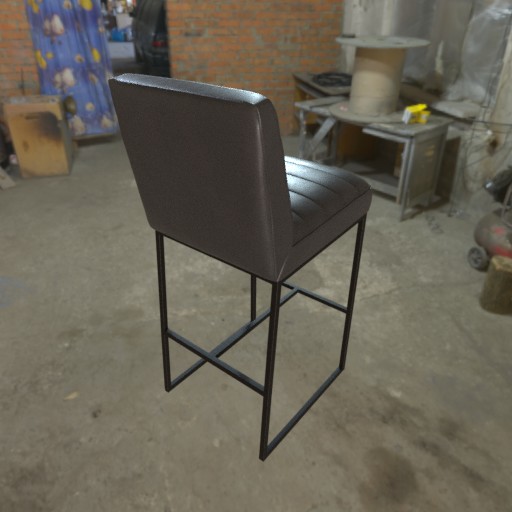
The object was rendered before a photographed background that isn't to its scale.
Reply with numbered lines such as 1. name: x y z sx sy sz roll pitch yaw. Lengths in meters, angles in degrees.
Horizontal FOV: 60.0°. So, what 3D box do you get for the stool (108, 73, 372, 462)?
1. stool: 0.000 0.000 1.325 0.457 1.040 0.552 22 37 33
